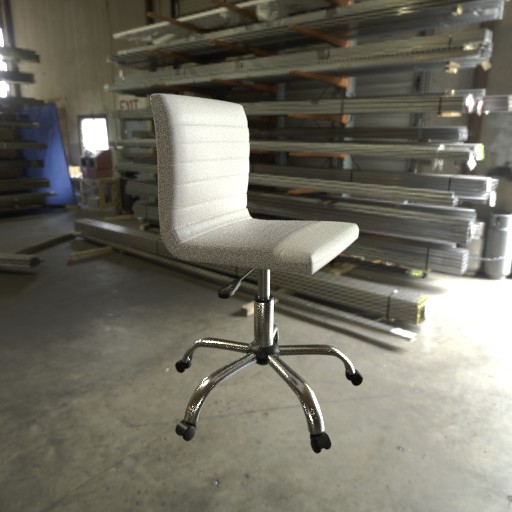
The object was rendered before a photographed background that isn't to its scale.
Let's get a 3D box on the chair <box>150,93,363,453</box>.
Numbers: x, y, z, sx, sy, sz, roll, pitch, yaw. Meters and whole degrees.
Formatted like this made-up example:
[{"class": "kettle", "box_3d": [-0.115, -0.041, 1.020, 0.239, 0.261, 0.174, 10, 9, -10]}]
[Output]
[{"class": "chair", "box_3d": [0.000, 0.000, 1.145, 0.530, 0.780, 0.556, 7, 17, 25]}]
